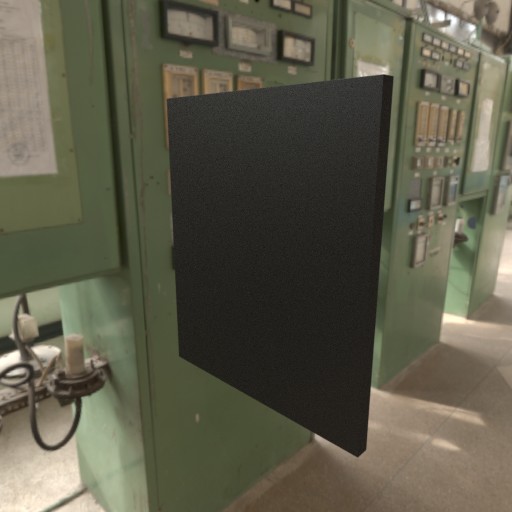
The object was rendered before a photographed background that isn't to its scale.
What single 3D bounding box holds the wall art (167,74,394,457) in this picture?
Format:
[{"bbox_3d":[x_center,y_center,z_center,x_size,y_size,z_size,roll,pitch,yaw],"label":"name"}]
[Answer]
[{"bbox_3d":[0.000,0.000,0.715,0.428,0.505,0.023,14,20,43],"label":"wall art"}]
